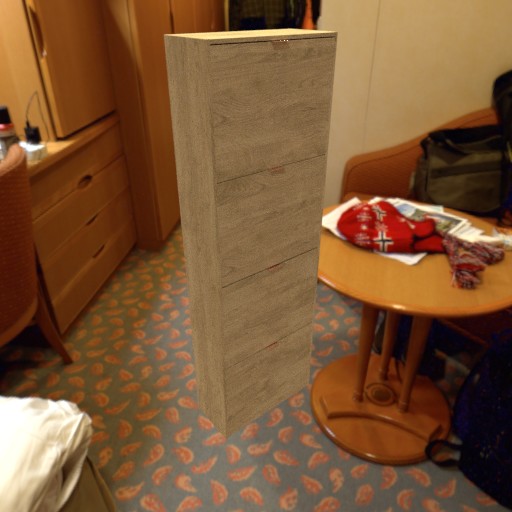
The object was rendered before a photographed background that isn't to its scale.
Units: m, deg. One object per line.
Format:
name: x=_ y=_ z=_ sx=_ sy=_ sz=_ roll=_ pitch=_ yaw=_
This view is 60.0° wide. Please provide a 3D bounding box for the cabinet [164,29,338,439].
cabinet: x=0.000 y=0.000 z=1.812 sx=0.520 sy=1.630 sz=0.250 roll=-22 pitch=36 yaw=-33
